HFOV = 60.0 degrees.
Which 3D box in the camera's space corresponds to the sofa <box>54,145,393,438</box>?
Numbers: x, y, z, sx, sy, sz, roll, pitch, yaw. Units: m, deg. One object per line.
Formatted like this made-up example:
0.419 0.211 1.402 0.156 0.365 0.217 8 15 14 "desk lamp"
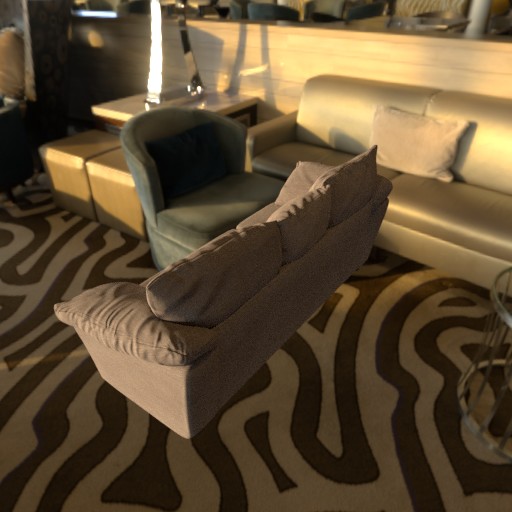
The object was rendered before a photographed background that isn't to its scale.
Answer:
0.000 0.000 2.886 0.927 1.043 2.390 22 38 30 "sofa"
